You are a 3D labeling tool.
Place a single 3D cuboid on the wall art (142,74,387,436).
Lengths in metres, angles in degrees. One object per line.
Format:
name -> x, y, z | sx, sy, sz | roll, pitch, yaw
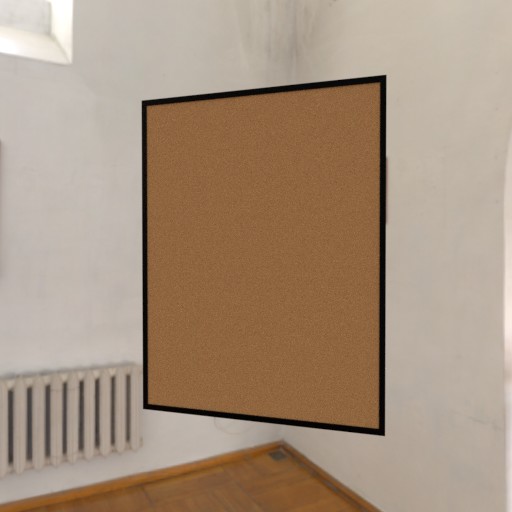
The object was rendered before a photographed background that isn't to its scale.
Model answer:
wall art -> 0.000, 0.000, 1.431 | 0.805, 1.062, 0.040 | 0, 1, 16
